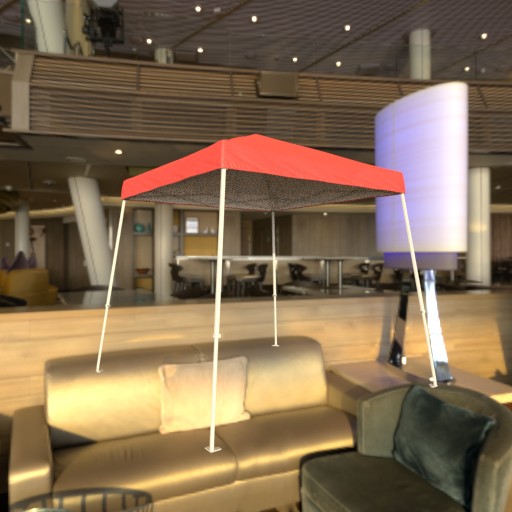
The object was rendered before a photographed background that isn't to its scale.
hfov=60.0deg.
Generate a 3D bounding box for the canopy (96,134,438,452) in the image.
[{"bbox_3d":[0.000,0.000,6.544,3.599,3.600,3.600,0,0,-36],"label":"canopy"}]
